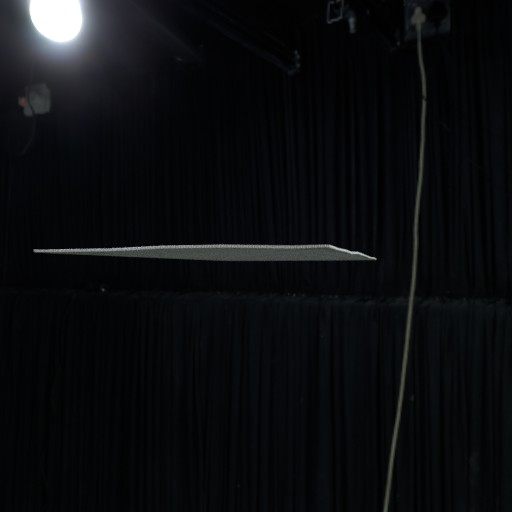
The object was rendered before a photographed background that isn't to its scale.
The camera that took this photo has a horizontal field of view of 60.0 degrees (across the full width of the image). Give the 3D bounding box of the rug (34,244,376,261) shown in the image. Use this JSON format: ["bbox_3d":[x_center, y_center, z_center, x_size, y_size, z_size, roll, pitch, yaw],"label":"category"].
[{"bbox_3d":[0.000,0.000,1.086,0.511,0.008,0.869,-1,-2,19],"label":"rug"}]
